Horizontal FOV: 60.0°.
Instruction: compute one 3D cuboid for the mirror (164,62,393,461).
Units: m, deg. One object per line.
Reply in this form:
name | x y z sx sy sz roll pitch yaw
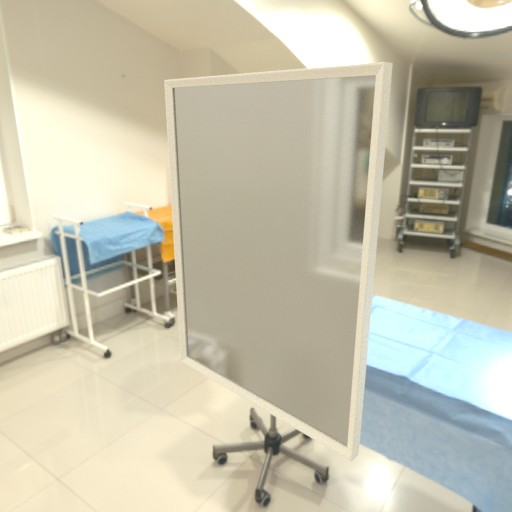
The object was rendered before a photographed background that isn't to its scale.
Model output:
mirror | 0.000 0.000 1.329 0.762 1.016 0.041 16 24 41
